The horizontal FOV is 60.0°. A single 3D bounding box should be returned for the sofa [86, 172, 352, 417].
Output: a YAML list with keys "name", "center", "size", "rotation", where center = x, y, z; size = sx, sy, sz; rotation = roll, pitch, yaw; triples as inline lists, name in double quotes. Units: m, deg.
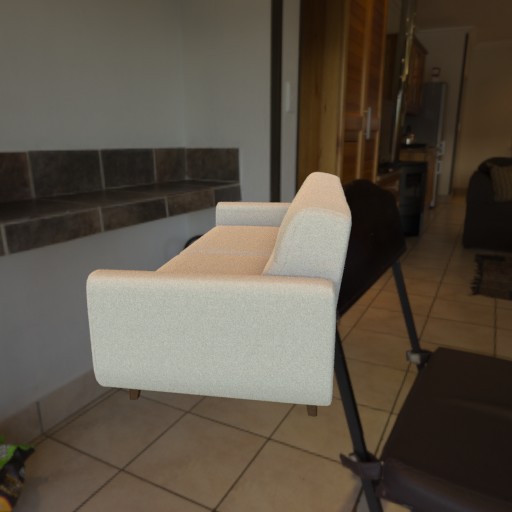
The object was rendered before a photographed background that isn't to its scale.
- name: "sofa"
  center: [0.000, 0.000, 2.623]
  size: [0.980, 0.892, 2.137]
  rotation: [2, 15, 9]
